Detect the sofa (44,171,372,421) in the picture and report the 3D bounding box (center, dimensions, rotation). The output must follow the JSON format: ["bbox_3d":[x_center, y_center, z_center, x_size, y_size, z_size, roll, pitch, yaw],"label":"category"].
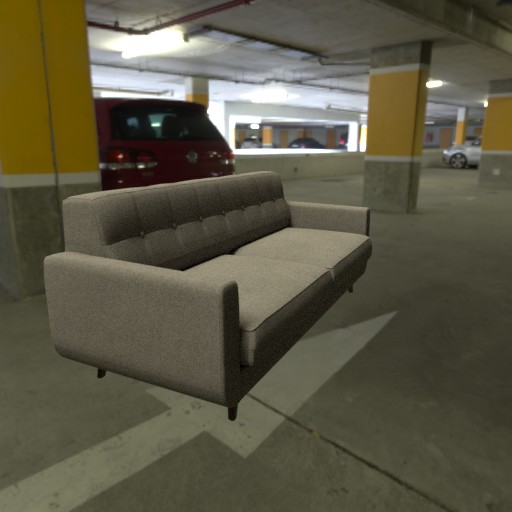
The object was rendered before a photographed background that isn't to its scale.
[{"bbox_3d":[0.000,0.000,2.490,0.909,0.841,2.029,7,16,26],"label":"sofa"}]
